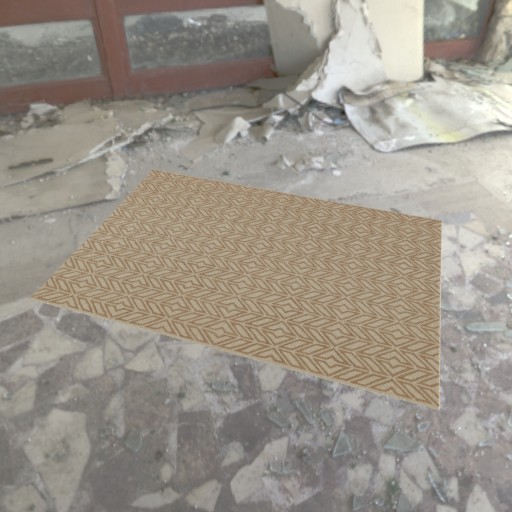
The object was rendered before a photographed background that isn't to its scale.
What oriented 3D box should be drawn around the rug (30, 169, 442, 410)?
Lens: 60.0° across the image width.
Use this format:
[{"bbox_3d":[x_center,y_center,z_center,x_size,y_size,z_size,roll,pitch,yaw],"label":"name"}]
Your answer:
[{"bbox_3d":[0.000,0.000,2.291,1.828,0.007,1.220,12,43,13],"label":"rug"}]
